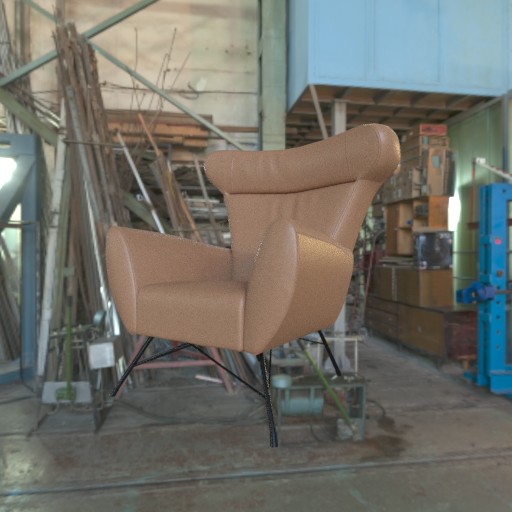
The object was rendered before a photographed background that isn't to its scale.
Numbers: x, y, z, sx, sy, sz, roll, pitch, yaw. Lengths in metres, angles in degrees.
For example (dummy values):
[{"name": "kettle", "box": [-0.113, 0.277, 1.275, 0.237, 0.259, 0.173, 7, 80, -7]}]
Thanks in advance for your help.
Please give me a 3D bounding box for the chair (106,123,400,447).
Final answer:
[{"name": "chair", "box": [0.000, 0.000, 1.809, 0.980, 1.050, 0.900, 0, 1, 36]}]
